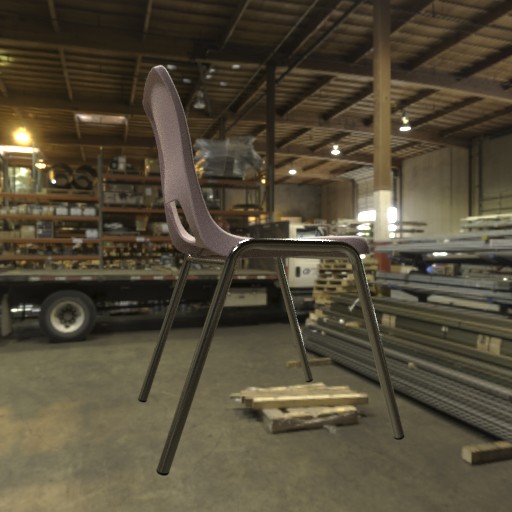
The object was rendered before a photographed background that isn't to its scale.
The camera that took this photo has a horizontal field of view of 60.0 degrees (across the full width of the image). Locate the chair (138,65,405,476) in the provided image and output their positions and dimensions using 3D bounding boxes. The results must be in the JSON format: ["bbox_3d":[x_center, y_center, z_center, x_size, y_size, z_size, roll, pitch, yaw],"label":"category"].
[{"bbox_3d":[0.000,0.000,0.891,0.436,0.653,0.381,0,1,-19],"label":"chair"}]
